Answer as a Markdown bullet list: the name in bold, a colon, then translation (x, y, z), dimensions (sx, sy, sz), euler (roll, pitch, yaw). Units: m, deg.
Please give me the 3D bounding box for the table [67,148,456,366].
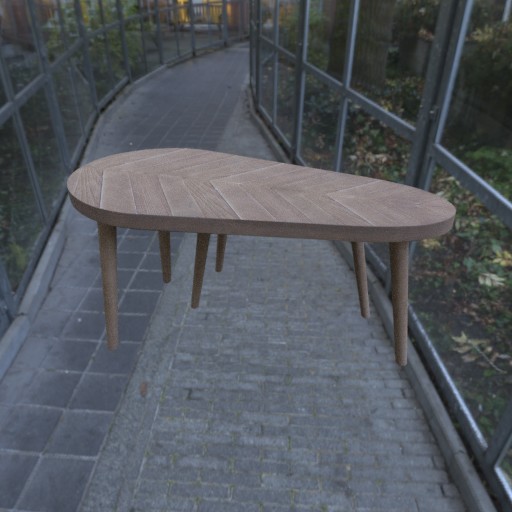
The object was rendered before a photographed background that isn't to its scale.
- **table**: translation (0.000, 0.000, 1.578), dimensions (1.190, 0.595, 0.701), euler (9, 33, 14)
